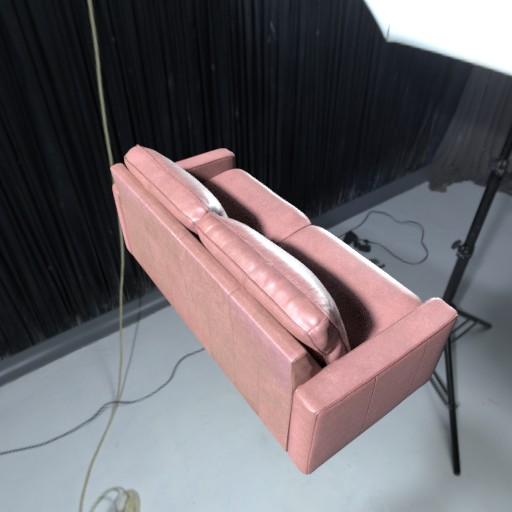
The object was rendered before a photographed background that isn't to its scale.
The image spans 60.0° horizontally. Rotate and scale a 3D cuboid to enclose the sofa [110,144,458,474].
[{"bbox_3d":[0.000,0.000,2.593,0.940,0.919,2.080,-25,46,-26],"label":"sofa"}]
